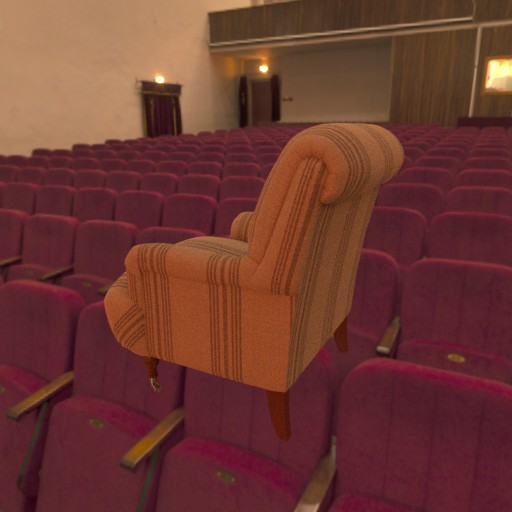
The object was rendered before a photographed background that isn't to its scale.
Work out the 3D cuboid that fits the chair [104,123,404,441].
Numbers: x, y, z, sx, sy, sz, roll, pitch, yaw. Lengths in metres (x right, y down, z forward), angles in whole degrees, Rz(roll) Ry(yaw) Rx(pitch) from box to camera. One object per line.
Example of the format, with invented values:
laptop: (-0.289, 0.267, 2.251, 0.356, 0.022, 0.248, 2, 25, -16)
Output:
chair: (0.000, 0.000, 1.641, 0.914, 0.940, 0.813, 8, 18, 26)
